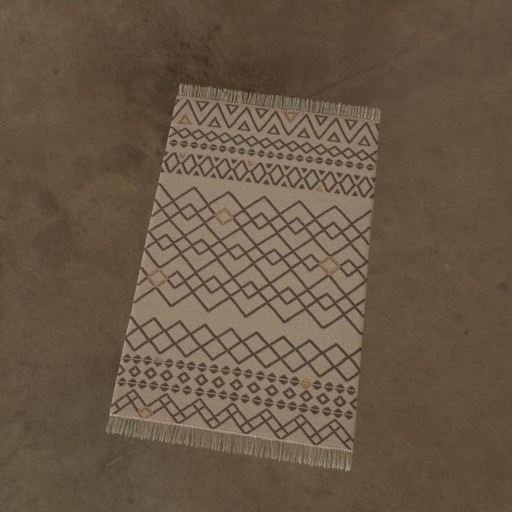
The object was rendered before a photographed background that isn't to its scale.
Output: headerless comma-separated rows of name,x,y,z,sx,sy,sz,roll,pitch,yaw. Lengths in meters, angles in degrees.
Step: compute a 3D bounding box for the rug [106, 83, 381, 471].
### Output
rug,0.000,0.000,2.420,1.224,0.028,2.023,8,76,2
